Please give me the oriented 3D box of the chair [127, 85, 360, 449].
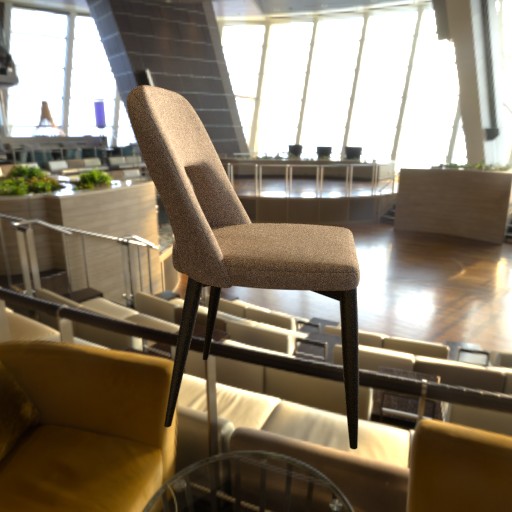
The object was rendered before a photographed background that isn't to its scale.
[{"bbox_3d":[0.000,0.000,1.293,0.612,0.931,0.470,3,16,9],"label":"chair"}]
